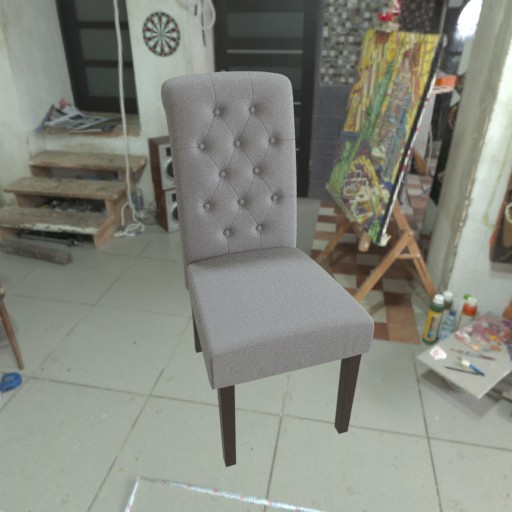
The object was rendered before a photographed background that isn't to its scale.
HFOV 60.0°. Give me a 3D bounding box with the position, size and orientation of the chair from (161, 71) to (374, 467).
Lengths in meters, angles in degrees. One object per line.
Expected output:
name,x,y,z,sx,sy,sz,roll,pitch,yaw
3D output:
chair,0.000,0.000,1.377,0.456,1.006,0.671,-9,30,-16
